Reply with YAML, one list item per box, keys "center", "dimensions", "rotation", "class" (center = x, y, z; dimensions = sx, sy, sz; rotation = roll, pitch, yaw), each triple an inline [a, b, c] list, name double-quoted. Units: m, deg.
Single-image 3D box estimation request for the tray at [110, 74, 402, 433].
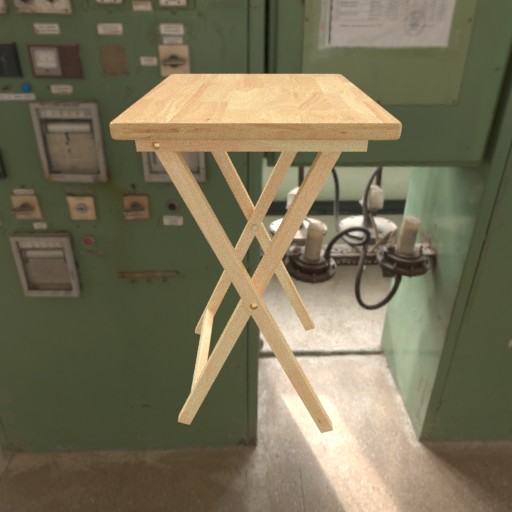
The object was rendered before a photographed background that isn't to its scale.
- center: [0.000, 0.000, 0.939]
  dimensions: [0.381, 0.660, 0.483]
  rotation: [0, 29, 0]
  class: "tray"
